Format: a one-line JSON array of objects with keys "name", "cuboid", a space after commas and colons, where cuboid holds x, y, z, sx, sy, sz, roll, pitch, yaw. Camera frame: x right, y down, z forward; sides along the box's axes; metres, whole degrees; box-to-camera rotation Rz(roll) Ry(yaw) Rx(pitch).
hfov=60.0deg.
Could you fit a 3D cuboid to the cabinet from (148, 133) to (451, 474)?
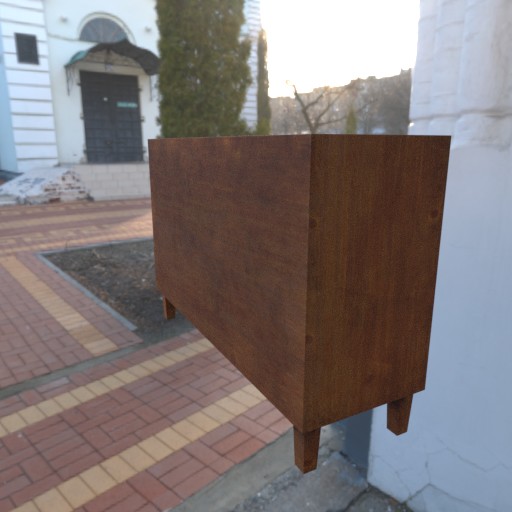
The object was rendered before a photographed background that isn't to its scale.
[{"name": "cabinet", "cuboid": [0.000, 0.000, 1.562, 0.403, 0.805, 1.204, -7, 16, -27]}]
